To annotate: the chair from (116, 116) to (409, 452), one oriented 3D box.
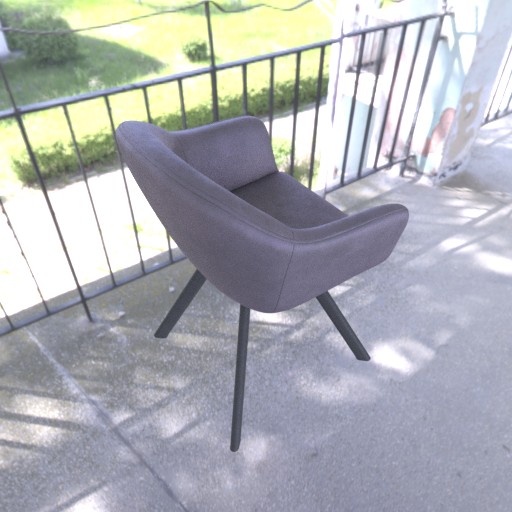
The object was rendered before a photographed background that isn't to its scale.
[{"bbox_3d":[0.000,0.000,1.151,0.544,0.781,0.567,-25,47,-26],"label":"chair"}]
